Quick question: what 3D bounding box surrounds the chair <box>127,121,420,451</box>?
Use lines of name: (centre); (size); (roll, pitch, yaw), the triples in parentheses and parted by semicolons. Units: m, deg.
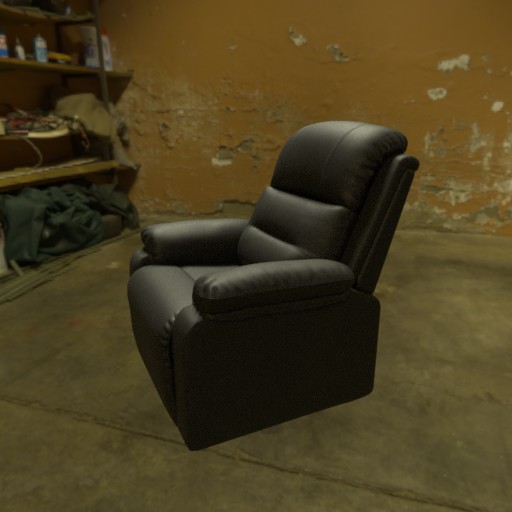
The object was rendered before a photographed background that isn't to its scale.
chair: (0.000, 0.000, 1.701); (0.919, 0.992, 0.855); (-8, 19, -25)
